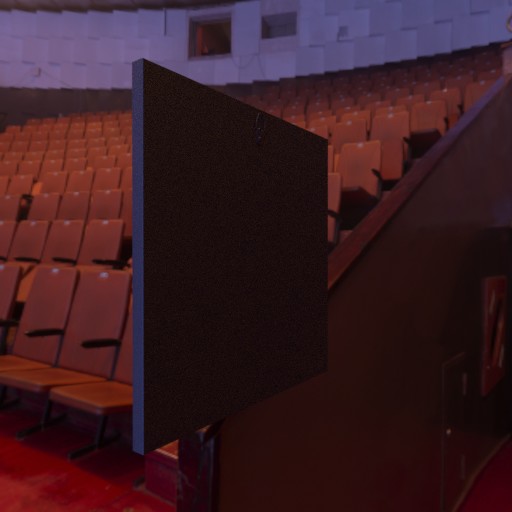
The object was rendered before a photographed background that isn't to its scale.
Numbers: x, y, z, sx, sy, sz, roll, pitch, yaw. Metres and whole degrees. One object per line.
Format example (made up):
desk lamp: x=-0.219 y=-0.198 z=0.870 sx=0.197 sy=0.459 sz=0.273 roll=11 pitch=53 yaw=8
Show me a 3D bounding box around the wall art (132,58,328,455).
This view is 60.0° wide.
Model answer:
wall art: x=0.000 y=0.000 z=1.229 sx=0.043 sy=0.807 sz=0.805 roll=0 pitch=1 yaw=37
